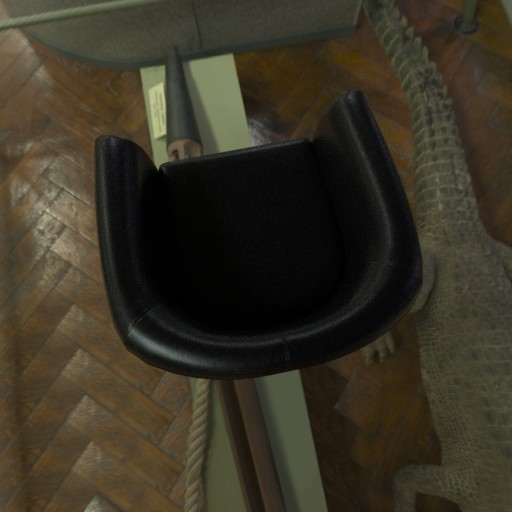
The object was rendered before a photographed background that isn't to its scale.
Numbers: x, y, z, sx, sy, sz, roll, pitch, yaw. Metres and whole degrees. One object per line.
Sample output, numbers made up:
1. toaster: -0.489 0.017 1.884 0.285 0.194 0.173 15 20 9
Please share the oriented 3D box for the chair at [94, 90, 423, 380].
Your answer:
1. chair: 0.000 0.000 1.378 0.793 0.756 0.727 -11 74 -3
